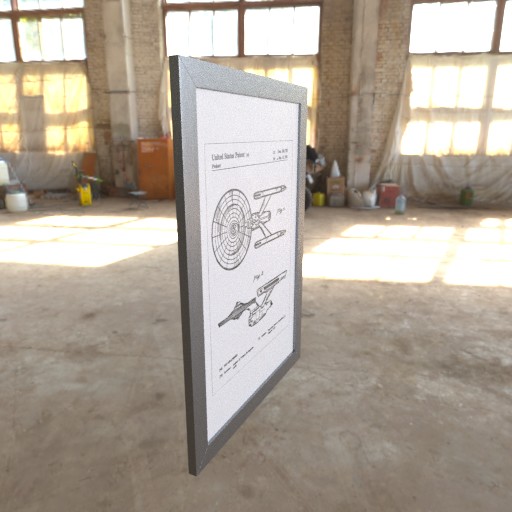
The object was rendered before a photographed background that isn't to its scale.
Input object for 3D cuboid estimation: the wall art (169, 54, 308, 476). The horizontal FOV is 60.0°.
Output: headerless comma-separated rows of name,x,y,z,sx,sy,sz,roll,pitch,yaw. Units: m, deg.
wall art,0.000,0.000,0.696,0.013,0.529,0.376,8,17,26
